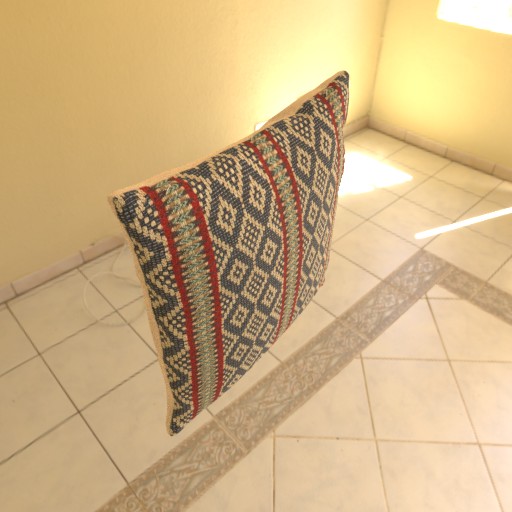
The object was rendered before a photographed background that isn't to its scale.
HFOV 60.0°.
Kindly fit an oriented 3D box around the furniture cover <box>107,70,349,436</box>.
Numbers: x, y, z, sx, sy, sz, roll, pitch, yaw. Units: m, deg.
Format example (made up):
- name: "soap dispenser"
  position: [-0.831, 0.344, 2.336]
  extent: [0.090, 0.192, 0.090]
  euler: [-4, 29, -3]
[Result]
- name: "furniture cover"
  position: [0.000, 0.000, 0.662]
  extent: [0.139, 0.431, 0.431]
  euler: [27, 48, 27]
